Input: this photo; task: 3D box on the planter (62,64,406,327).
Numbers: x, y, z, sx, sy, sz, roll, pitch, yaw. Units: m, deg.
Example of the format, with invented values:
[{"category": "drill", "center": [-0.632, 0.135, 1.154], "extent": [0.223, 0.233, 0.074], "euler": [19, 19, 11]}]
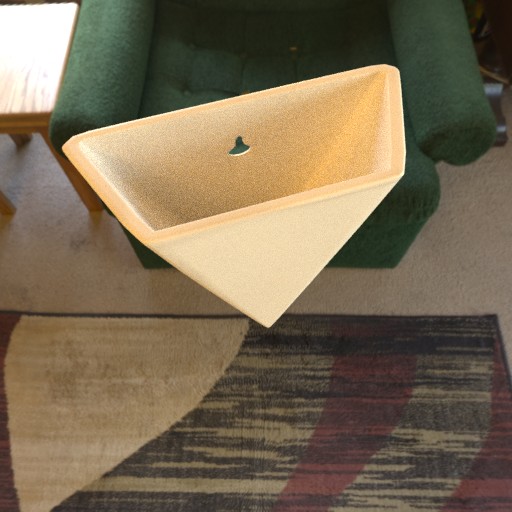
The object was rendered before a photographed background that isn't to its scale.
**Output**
[{"category": "planter", "center": [0.000, 0.000, 0.267], "extent": [0.150, 0.197, 0.060], "euler": [-16, 65, -8]}]
